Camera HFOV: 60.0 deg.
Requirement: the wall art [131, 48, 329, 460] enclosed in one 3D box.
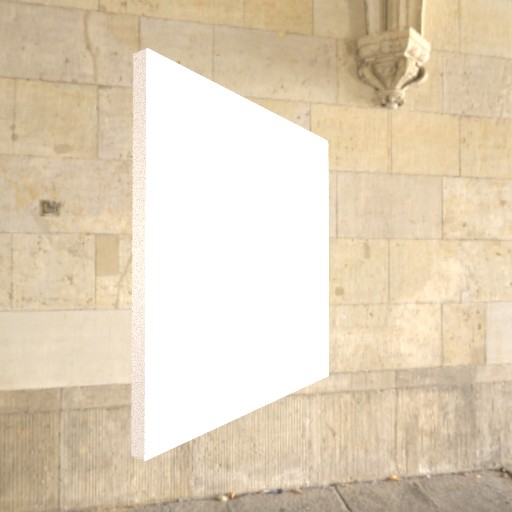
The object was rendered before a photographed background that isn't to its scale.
[{"bbox_3d":[0.000,0.000,0.837,0.028,0.559,0.559,-1,-1,35],"label":"wall art"}]
